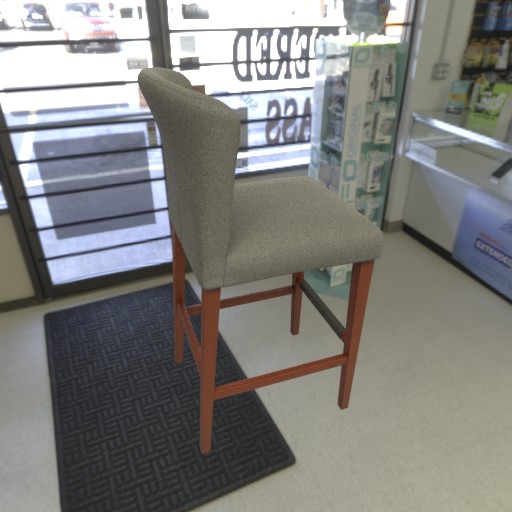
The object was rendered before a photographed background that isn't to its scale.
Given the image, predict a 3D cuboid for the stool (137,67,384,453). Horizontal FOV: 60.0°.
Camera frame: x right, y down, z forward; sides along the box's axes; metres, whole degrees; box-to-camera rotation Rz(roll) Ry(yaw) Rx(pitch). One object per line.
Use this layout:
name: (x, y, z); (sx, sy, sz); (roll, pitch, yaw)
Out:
stool: (0.000, 0.000, 1.346); (0.568, 1.069, 0.481); (-10, 32, -17)
